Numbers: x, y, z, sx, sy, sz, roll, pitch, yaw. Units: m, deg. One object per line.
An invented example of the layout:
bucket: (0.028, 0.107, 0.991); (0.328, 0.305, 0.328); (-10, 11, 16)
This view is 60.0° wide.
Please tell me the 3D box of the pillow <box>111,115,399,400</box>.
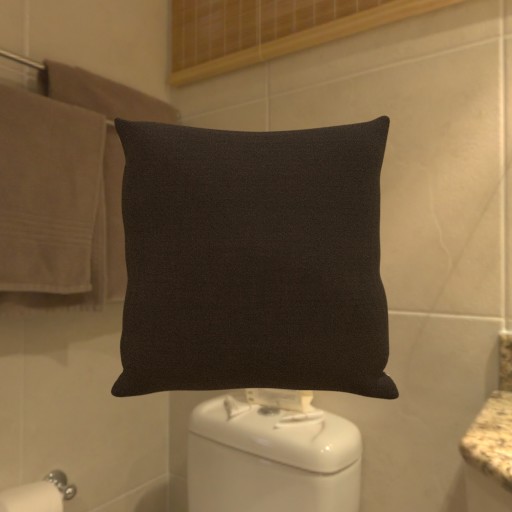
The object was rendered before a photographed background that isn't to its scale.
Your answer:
pillow: (0.000, 0.000, 0.688); (0.440, 0.441, 0.182); (0, -1, -2)
